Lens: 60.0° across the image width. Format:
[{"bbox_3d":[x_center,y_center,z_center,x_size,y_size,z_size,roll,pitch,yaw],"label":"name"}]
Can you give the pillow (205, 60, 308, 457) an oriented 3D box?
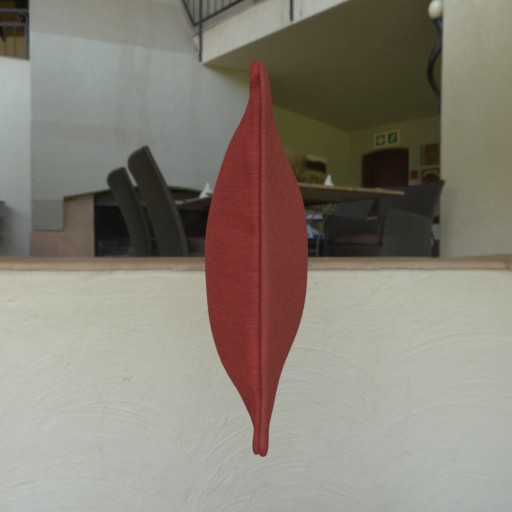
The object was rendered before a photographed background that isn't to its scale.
[{"bbox_3d":[0.000,0.000,0.675,0.151,0.416,0.435,0,1,1],"label":"pillow"}]
